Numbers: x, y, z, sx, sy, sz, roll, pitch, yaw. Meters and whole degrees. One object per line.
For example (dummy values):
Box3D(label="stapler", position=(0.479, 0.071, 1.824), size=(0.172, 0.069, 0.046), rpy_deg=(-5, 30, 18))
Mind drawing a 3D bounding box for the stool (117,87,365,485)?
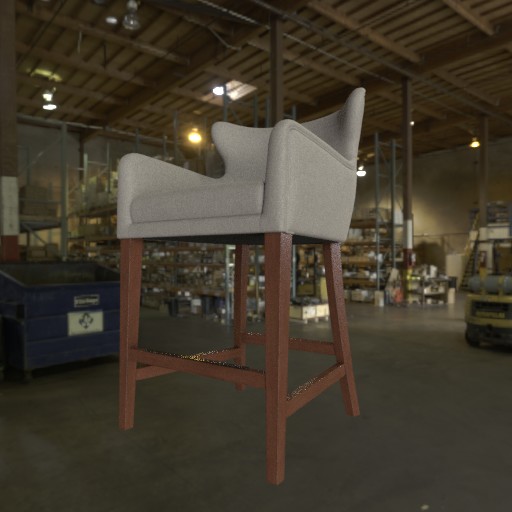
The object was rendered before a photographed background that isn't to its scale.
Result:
Box3D(label="stool", position=(0.000, 0.000, 1.298), size=(0.575, 0.951, 0.575), rpy_deg=(0, 0, 36))
